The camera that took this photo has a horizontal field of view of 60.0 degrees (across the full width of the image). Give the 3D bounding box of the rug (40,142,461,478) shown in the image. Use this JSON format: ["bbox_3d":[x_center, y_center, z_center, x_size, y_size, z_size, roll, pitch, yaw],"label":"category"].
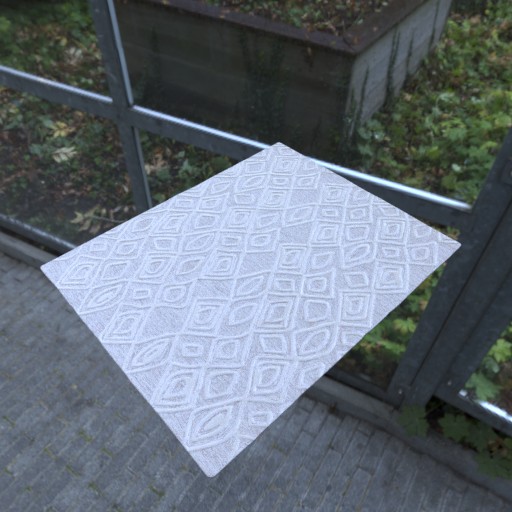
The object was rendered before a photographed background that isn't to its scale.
[{"bbox_3d":[0.000,0.000,4.079,3.049,0.025,2.449,-34,55,-28],"label":"rug"}]
